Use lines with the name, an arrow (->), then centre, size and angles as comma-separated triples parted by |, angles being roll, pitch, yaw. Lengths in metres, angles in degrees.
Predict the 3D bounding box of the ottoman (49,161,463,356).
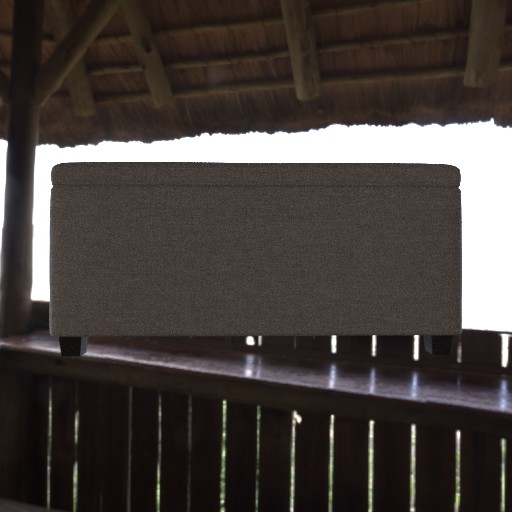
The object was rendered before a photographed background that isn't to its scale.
ottoman -> 0.000, 0.000, 1.136 | 0.902, 0.432, 0.419 | 0, 0, -1
